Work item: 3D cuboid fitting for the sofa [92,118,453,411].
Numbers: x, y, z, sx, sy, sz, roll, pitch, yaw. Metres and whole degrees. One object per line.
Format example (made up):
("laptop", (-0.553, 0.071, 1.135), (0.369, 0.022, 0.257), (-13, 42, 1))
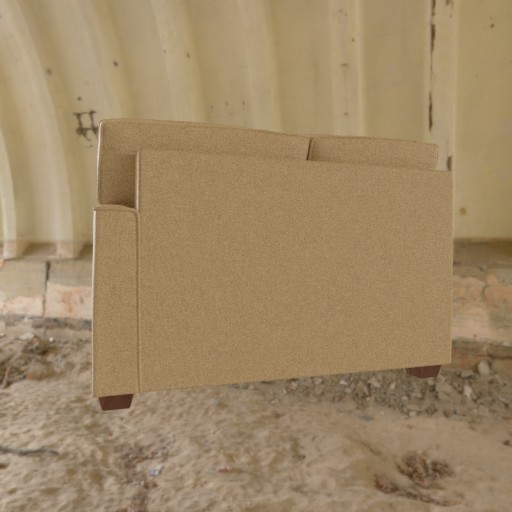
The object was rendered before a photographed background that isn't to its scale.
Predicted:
("sofa", (0.000, 0.000, 2.019), (1.388, 0.989, 0.991), (0, 0, -18))
